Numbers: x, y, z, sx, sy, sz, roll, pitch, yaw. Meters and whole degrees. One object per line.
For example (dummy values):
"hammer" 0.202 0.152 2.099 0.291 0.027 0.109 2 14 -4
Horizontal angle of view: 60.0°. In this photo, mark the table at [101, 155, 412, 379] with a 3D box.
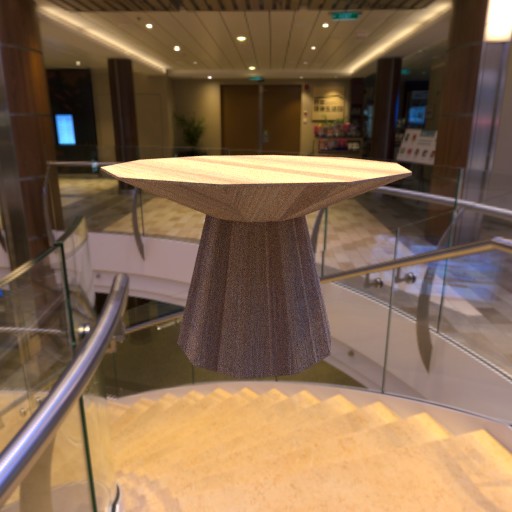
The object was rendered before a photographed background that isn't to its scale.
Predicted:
"table" 0.000 0.000 1.866 1.186 0.752 1.186 0 17 0
